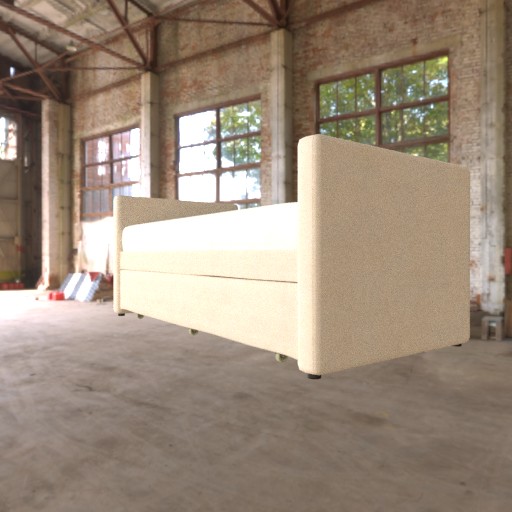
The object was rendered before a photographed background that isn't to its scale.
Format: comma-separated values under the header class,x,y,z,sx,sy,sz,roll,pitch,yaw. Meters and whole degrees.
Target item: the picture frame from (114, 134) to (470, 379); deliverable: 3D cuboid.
class,x,y,z,sx,sy,sz,roll,pitch,yaw
picture frame,0.000,0.000,2.754,1.069,0.891,2.161,0,0,-36
